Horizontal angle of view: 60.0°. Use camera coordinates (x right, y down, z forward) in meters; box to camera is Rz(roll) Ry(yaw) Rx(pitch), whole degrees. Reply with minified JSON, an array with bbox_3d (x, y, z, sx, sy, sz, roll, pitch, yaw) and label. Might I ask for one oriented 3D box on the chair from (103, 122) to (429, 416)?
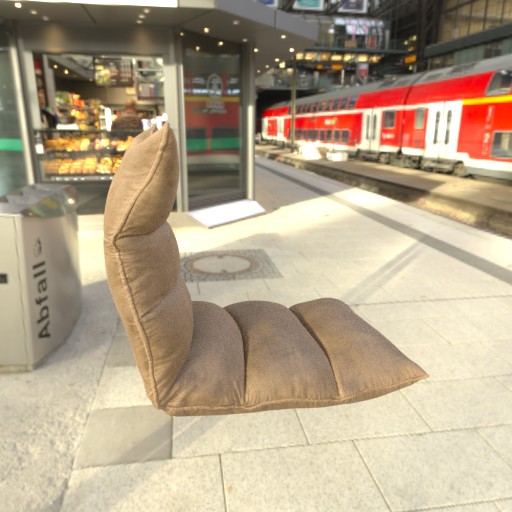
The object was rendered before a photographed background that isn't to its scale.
[{"bbox_3d":[0.000,0.000,1.554,0.985,0.892,0.714,-3,17,-11],"label":"chair"}]
